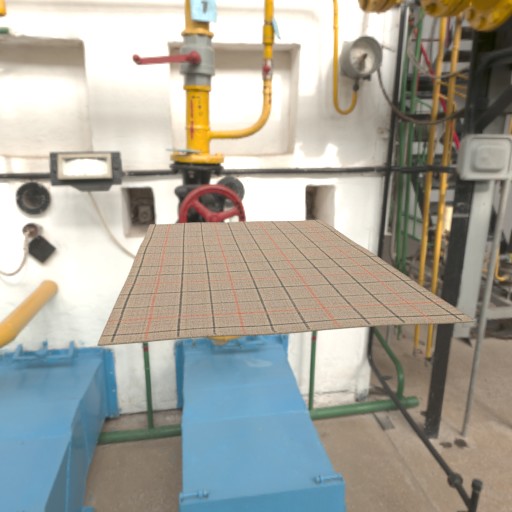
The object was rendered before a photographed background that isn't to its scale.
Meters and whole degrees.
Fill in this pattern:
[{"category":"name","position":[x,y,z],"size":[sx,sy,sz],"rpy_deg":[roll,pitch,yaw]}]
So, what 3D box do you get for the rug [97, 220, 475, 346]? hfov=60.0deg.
[{"category":"rug","position":[0.000,0.000,2.275],"size":[1.220,0.013,1.829],"rpy_deg":[-2,16,-8]}]
